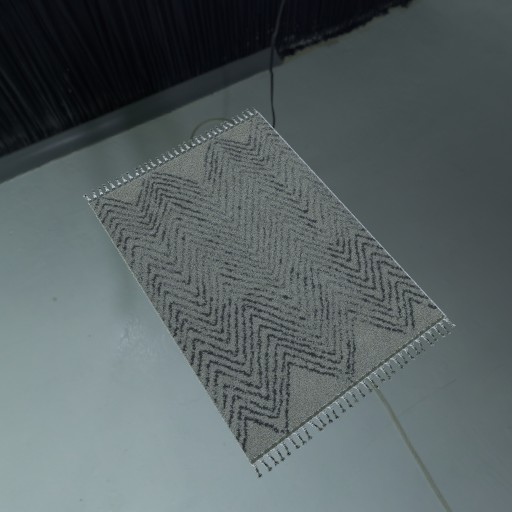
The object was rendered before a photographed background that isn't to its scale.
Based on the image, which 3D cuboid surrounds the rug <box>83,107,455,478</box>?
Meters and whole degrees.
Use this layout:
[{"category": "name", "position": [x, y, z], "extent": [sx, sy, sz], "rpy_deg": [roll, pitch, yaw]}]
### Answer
[{"category": "rug", "position": [0.000, 0.000, 2.438], "extent": [1.230, 0.014, 1.847], "rpy_deg": [-32, 68, -15]}]
